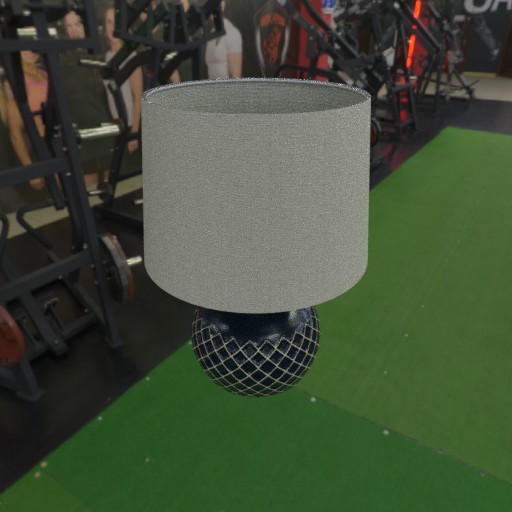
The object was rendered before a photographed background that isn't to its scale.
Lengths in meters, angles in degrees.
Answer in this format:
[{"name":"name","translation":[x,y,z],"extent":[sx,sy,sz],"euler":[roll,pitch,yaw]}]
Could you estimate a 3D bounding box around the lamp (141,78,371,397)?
[{"name":"lamp","translation":[0.000,0.000,0.770],"extent":[0.376,0.540,0.376],"euler":[0,29,0]}]
